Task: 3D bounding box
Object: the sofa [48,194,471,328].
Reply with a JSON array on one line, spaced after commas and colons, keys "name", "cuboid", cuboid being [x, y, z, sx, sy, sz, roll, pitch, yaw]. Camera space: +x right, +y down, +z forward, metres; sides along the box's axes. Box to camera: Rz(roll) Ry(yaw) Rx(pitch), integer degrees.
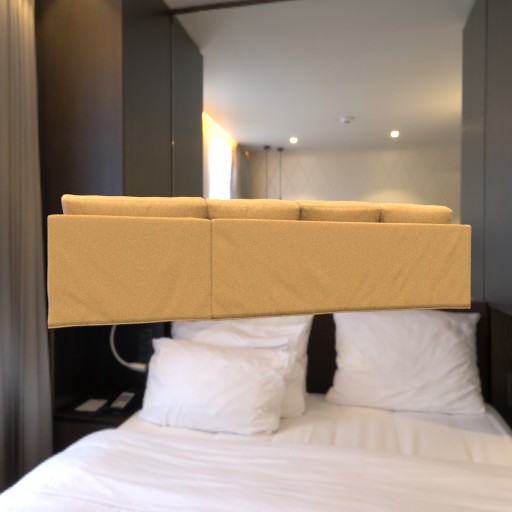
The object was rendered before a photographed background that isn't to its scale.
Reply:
[{"name": "sofa", "cuboid": [0.000, 0.000, 3.906, 3.206, 0.871, 1.622, 0, 0, -18]}]
